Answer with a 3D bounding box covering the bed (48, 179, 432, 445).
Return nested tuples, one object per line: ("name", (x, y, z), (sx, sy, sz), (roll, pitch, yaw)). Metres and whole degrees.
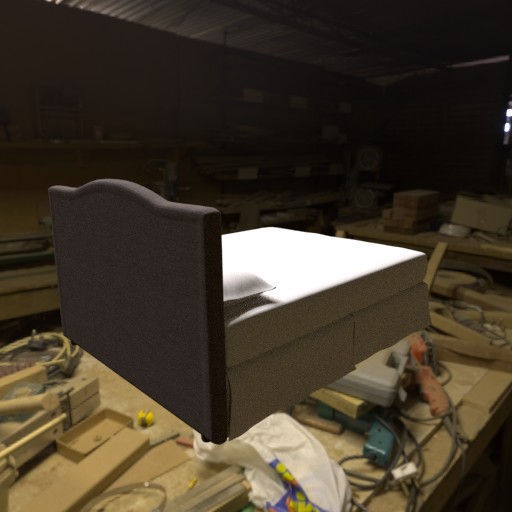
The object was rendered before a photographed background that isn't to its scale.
("bed", (0.000, 0.000, 3.915), (2.689, 1.457, 2.161), (-13, 19, -43))
